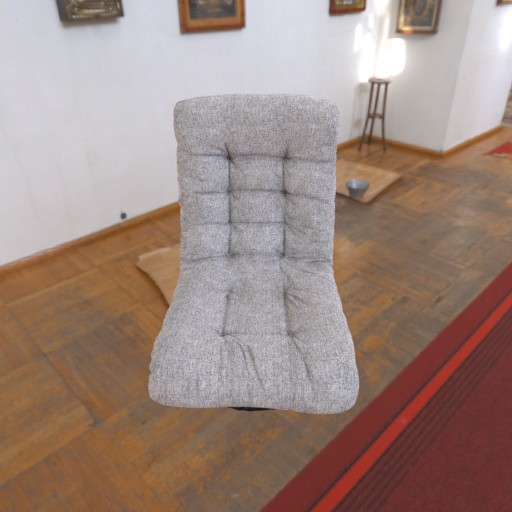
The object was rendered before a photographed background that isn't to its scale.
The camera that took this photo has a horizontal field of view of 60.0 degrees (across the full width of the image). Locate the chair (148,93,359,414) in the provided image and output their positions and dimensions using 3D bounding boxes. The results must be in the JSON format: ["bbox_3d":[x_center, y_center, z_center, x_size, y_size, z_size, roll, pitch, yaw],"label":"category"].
[{"bbox_3d":[0.000,0.000,0.983,0.400,0.600,0.583,0,30,1],"label":"chair"}]
